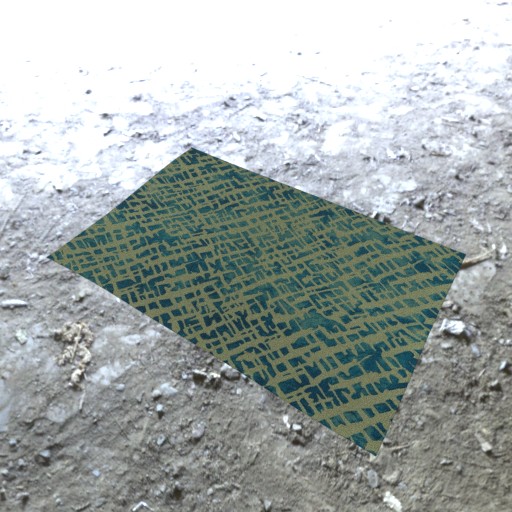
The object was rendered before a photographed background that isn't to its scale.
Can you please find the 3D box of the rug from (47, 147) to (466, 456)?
[{"bbox_3d":[0.000,0.000,2.304,1.830,0.011,1.209,25,52,22],"label":"rug"}]
